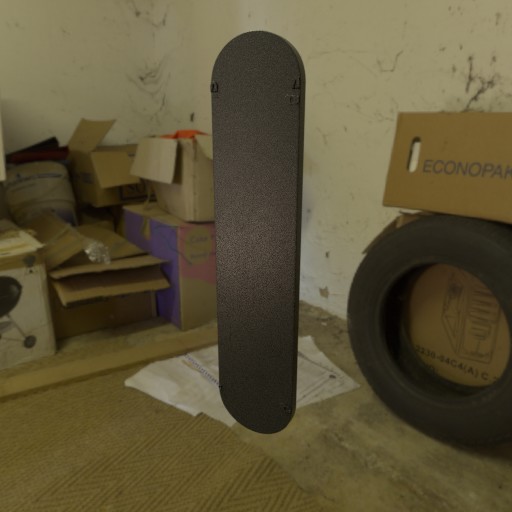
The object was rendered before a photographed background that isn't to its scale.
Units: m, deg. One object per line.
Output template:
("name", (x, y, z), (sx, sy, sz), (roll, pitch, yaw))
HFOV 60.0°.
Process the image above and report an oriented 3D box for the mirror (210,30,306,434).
("mirror", (0.000, 0.000, 1.077), (0.222, 0.991, 0.032), (9, 19, 28))
